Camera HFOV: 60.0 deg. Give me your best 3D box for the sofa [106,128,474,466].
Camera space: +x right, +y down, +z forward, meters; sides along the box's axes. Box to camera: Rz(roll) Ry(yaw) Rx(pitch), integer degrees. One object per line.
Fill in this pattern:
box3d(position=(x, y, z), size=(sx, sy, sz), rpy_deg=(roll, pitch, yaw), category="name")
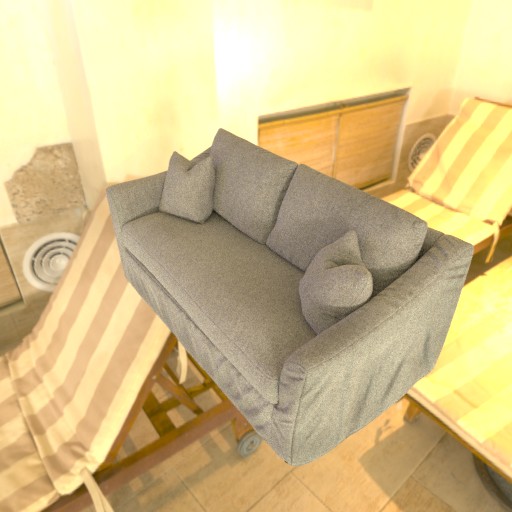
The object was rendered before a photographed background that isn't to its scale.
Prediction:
box3d(position=(0.000, 0.000, 2.631), size=(1.072, 1.018, 2.010), rpy_deg=(-22, 39, -30), category="sofa")
